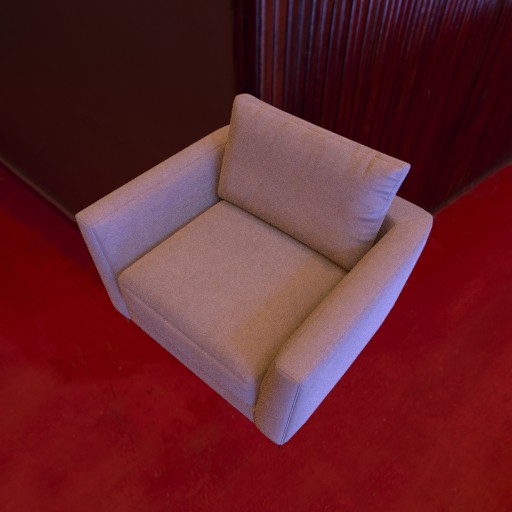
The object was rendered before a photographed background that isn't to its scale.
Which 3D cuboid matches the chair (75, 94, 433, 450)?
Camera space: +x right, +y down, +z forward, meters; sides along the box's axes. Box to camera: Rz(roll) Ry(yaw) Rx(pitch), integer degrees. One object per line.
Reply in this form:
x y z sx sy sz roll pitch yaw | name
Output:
0.000 0.000 1.743 1.041 0.864 0.889 32 55 26 | chair
